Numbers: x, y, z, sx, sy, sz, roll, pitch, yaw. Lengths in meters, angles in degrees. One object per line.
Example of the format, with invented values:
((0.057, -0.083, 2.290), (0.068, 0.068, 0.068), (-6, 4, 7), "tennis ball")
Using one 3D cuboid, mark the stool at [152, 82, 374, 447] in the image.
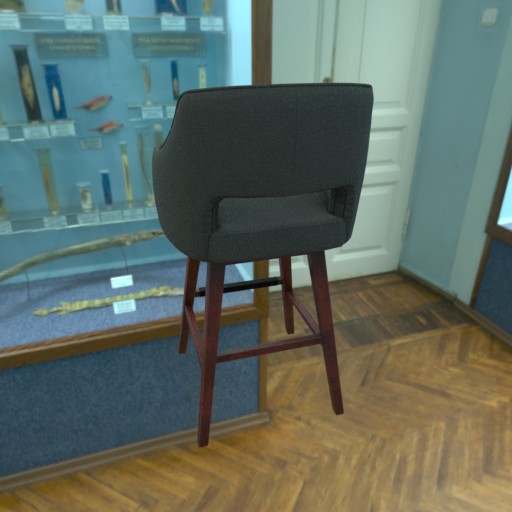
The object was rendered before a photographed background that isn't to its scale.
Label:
((0.000, 0.000, 1.330), (0.548, 1.012, 0.558), (-7, 27, -15), "stool")
